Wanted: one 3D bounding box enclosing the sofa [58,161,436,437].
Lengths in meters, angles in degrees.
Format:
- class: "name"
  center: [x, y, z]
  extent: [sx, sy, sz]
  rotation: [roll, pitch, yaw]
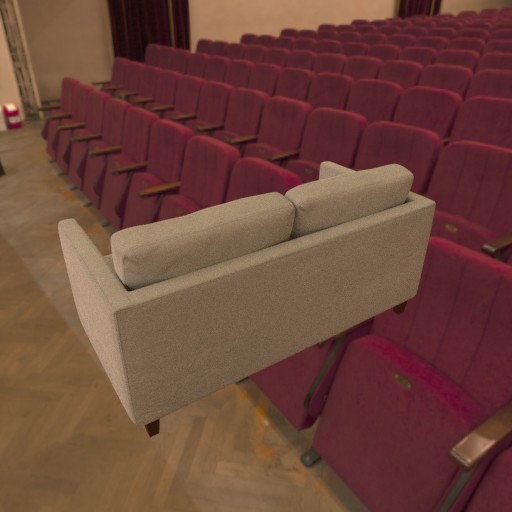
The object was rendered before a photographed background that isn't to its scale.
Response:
- class: "sofa"
  center: [0.000, 0.000, 2.525]
  extent: [1.884, 0.963, 0.950]
  rotation: [-18, 34, -29]
